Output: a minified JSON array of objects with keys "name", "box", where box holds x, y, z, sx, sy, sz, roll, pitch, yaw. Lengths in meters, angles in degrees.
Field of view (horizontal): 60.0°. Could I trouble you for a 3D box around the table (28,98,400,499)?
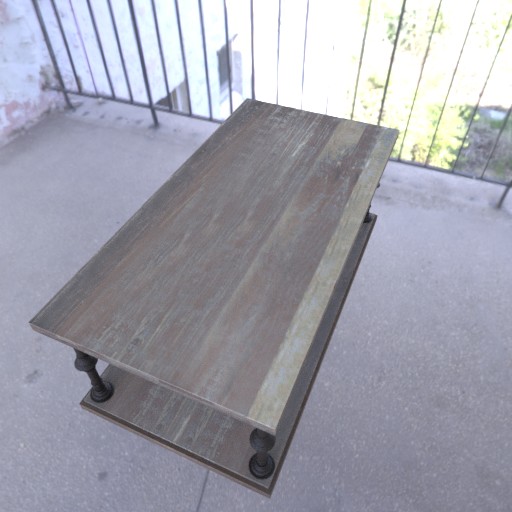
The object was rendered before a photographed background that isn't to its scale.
[{"name":"table","box":[0.000,0.000,1.333,0.554,0.399,1.088,18,48,16]}]
